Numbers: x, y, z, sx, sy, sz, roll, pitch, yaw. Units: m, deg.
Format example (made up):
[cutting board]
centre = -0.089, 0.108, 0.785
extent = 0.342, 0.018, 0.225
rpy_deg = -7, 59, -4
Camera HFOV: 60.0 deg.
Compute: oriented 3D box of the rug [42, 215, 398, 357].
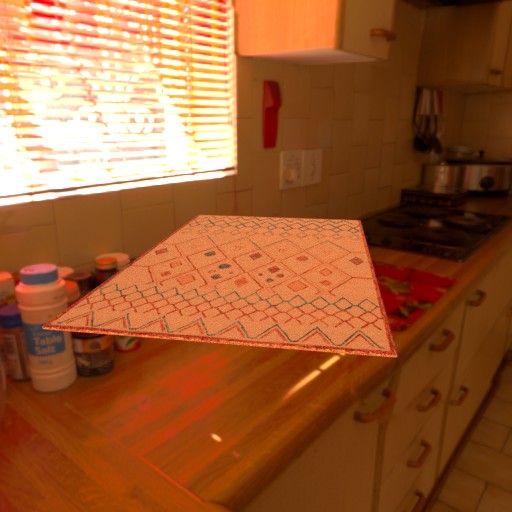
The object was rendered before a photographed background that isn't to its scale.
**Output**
[rug]
centre = 0.000, 0.000, 2.995
extent = 1.524, 0.015, 2.438
rpy_deg = 3, 17, 9
